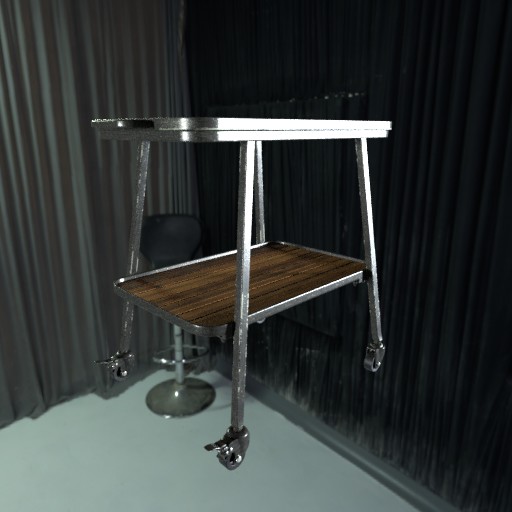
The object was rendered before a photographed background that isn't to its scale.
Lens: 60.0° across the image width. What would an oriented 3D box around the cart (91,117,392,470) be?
[{"bbox_3d":[0.000,0.000,1.200,0.806,0.700,0.515,-15,22,-43],"label":"cart"}]
